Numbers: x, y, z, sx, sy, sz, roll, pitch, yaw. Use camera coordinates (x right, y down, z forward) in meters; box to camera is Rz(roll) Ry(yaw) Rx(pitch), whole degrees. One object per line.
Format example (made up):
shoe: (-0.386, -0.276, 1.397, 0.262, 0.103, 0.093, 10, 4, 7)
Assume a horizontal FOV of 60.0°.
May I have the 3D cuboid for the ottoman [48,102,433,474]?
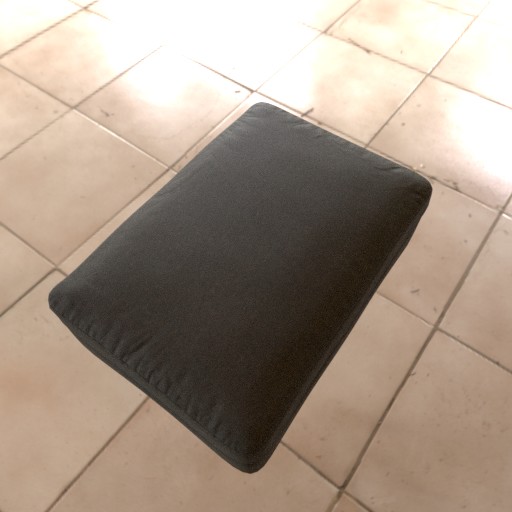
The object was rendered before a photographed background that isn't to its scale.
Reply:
ottoman: (0.000, 0.000, 1.622, 0.840, 0.429, 1.199, 31, 63, 18)
